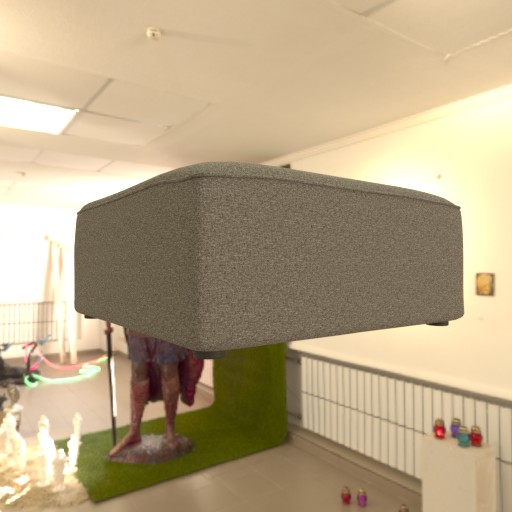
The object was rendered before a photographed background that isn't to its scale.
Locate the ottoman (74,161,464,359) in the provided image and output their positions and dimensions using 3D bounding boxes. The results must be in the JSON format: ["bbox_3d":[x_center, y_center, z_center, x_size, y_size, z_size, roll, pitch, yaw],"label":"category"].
[{"bbox_3d":[0.000,0.000,1.585,1.015,0.464,1.005,1,-1,-36],"label":"ottoman"}]
